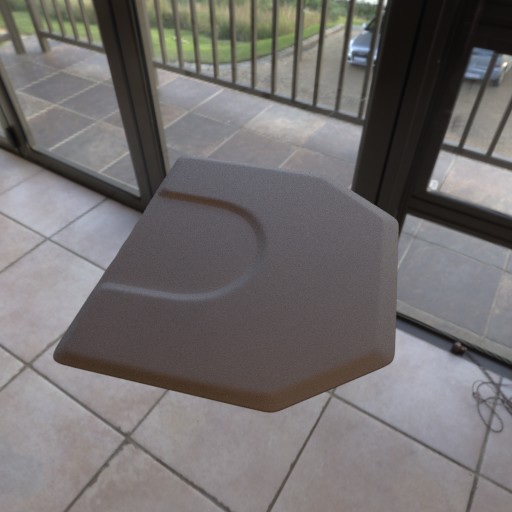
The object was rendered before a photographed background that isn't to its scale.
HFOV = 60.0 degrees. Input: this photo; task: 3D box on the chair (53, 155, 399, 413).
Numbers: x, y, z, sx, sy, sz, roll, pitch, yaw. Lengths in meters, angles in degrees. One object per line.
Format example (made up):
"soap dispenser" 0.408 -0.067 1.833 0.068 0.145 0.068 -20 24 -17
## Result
"chair" 0.000 0.000 1.956 1.219 0.024 1.372 10 47 9
